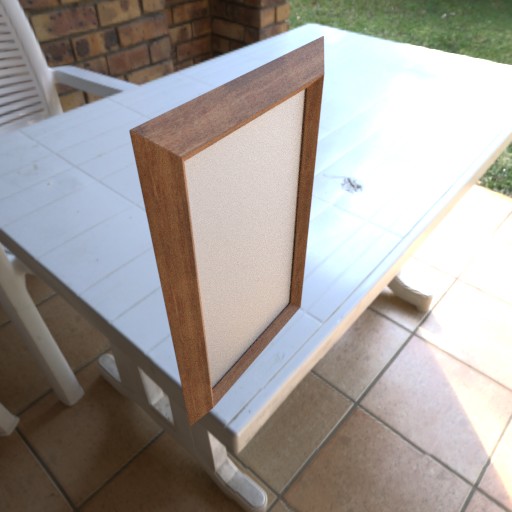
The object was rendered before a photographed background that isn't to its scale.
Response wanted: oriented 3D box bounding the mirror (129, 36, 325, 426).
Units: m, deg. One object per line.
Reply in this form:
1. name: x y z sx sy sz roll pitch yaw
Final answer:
1. mirror: 0.000 0.000 1.259 0.047 1.010 0.651 26 48 26
